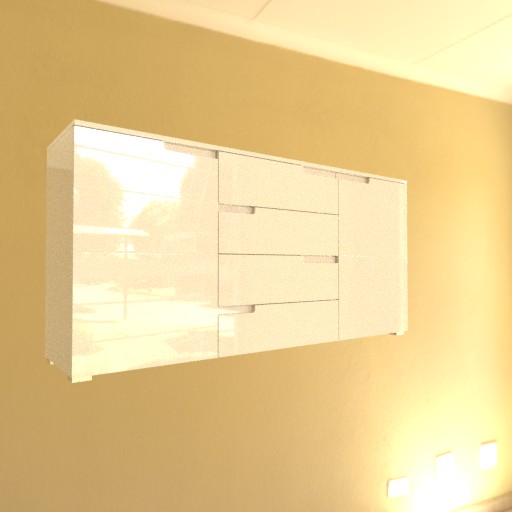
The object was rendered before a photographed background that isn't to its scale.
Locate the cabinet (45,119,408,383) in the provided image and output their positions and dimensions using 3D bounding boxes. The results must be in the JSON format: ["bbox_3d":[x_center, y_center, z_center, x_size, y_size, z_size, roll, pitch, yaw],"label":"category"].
[{"bbox_3d":[0.000,0.000,1.979,1.650,0.800,0.400,1,-2,-36],"label":"cabinet"}]
